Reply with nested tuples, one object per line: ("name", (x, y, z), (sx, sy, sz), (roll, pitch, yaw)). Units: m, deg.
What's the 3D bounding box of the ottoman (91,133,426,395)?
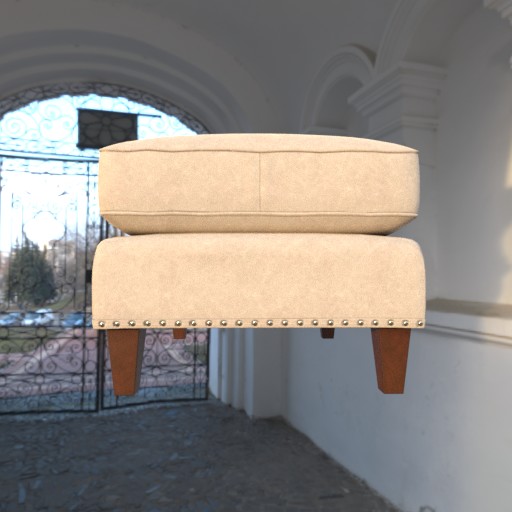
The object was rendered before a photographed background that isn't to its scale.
("ottoman", (0.000, 0.000, 1.127), (0.584, 0.513, 0.741), (0, -2, -1))
